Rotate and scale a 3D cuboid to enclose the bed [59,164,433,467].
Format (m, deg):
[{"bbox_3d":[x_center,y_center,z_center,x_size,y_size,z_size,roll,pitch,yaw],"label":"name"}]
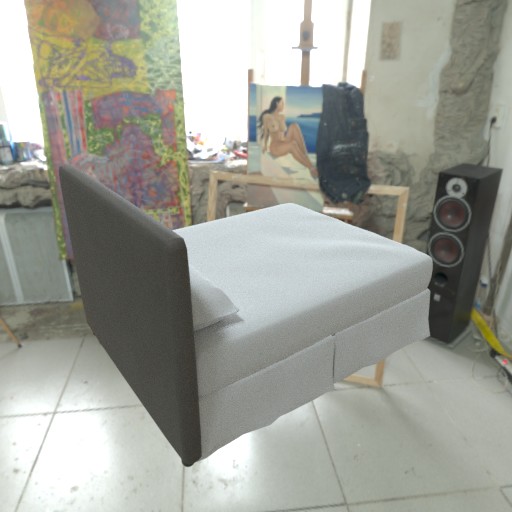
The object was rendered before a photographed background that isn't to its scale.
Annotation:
[{"bbox_3d":[0.000,0.000,3.193,2.142,1.330,1.723,-17,30,-32],"label":"bed"}]
